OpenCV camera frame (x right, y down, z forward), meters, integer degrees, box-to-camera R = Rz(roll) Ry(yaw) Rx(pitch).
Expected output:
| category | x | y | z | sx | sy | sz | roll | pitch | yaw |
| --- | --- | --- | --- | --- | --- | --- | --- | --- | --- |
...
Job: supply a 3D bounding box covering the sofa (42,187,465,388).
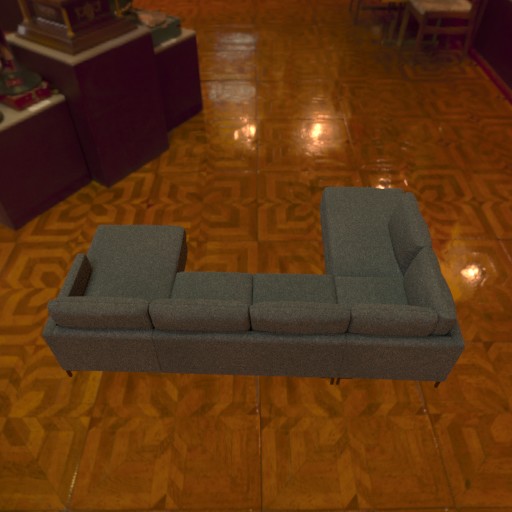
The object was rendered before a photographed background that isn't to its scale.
| category | x | y | z | sx | sy | sz | roll | pitch | yaw |
| --- | --- | --- | --- | --- | --- | --- | --- | --- | --- |
| sofa | 0.000 | 0.000 | 3.842 | 2.956 | 0.813 | 2.007 | 1 | 46 | 1 |
